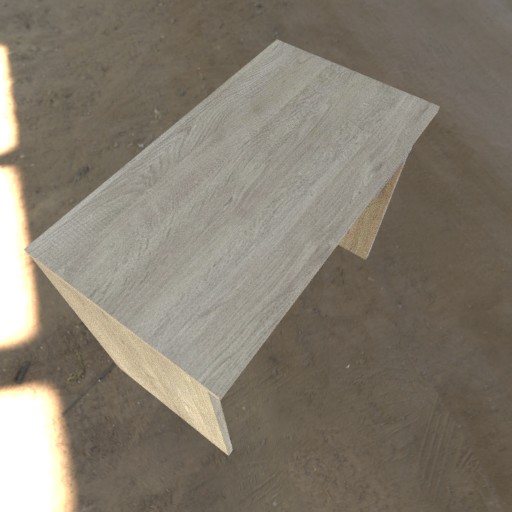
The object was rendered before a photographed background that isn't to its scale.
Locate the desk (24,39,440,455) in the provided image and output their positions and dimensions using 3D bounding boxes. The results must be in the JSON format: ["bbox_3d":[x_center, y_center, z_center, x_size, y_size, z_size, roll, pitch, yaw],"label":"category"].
[{"bbox_3d":[0.000,0.000,1.305,0.498,0.724,0.893,31,63,18],"label":"desk"}]
